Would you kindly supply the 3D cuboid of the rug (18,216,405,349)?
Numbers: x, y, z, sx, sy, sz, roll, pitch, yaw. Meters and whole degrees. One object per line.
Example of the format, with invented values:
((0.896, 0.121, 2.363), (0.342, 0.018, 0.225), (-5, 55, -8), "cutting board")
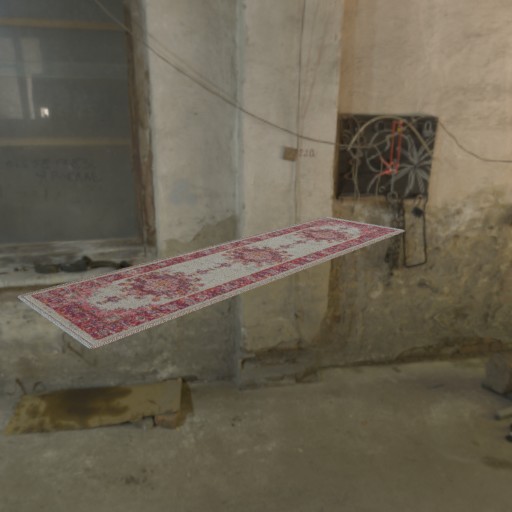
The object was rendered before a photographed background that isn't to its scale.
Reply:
((0.000, 0.000, 2.487), (0.666, 0.011, 2.294), (16, 23, 41), "rug")
